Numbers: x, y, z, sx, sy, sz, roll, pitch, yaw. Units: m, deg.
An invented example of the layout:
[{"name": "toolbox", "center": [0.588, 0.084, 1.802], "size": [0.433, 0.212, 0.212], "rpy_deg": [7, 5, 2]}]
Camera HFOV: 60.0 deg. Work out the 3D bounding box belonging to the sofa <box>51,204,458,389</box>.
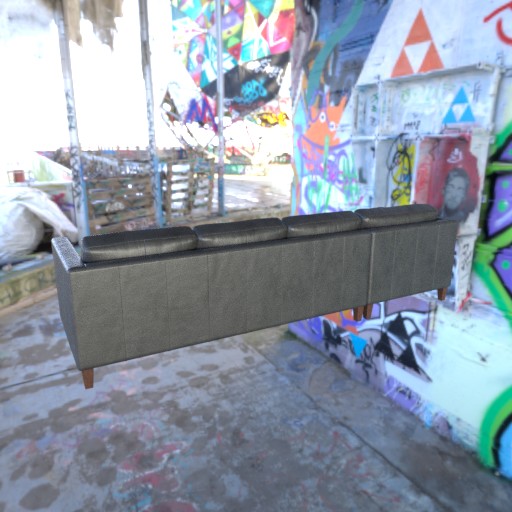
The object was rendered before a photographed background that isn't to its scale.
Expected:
[{"name": "sofa", "center": [0.000, 0.000, 3.877], "size": [3.203, 0.883, 1.581], "rpy_deg": [-8, 17, -28]}]
